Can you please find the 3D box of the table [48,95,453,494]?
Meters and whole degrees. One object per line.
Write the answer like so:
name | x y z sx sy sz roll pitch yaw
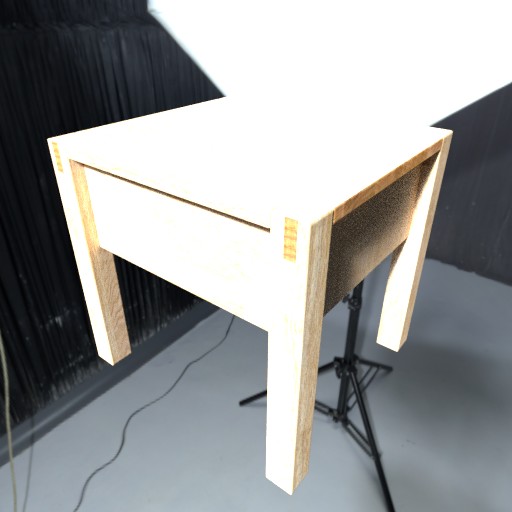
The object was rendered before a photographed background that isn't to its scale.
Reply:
table | 0.000 0.000 0.821 0.480 0.450 0.440 22 37 32
